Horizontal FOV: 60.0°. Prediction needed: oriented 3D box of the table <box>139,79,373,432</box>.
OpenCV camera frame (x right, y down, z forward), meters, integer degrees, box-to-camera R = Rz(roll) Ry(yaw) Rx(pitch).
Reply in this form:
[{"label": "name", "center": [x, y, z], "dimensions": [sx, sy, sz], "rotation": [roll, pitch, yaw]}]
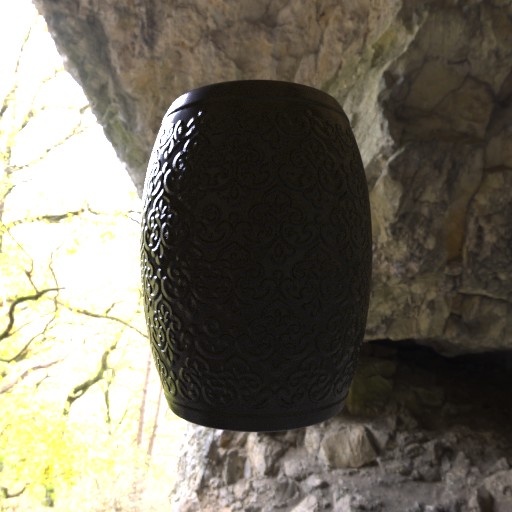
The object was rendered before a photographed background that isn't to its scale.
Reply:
[{"label": "table", "center": [0.000, 0.000, 0.607], "dimensions": [0.309, 0.397, 0.309], "rotation": [0, -1, 0]}]
